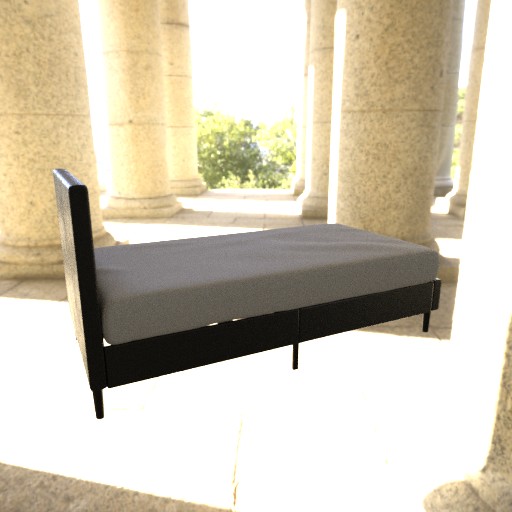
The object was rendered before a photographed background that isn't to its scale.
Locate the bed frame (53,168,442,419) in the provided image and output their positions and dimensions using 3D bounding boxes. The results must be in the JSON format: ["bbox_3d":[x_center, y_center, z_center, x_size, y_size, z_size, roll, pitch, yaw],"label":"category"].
[{"bbox_3d":[0.000,0.000,2.555,2.152,1.046,1.038,-8,17,-26],"label":"bed frame"}]
